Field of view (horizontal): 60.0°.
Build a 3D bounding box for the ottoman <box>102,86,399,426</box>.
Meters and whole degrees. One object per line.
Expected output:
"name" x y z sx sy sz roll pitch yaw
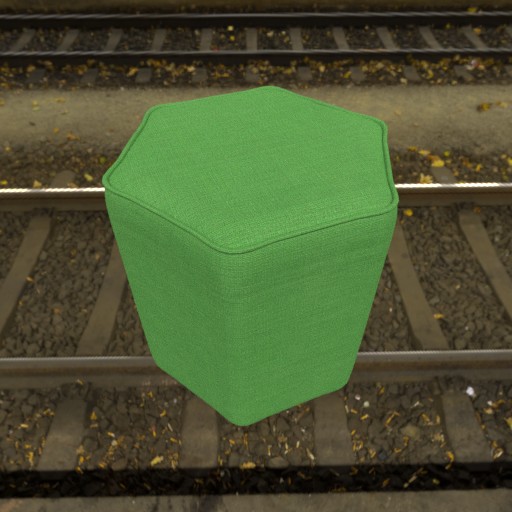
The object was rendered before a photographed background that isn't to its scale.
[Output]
"ottoman" 0.000 0.000 0.888 0.499 0.507 0.444 -16 46 -16
